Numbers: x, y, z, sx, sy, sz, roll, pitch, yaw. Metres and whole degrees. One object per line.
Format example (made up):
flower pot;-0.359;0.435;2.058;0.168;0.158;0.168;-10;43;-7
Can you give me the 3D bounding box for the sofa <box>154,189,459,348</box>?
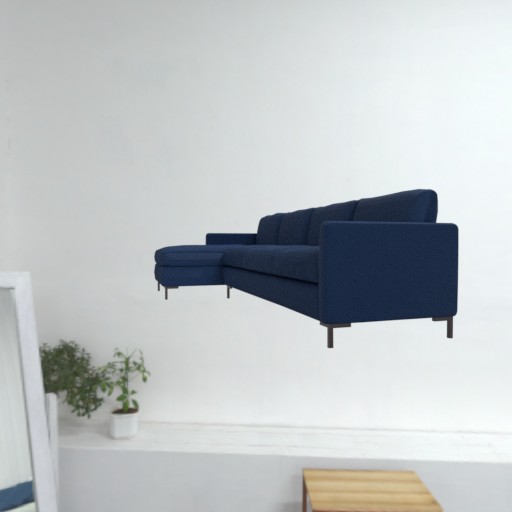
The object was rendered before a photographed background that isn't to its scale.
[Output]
sofa;0.000;0.000;2.936;1.128;0.679;2.450;-1;2;-18
